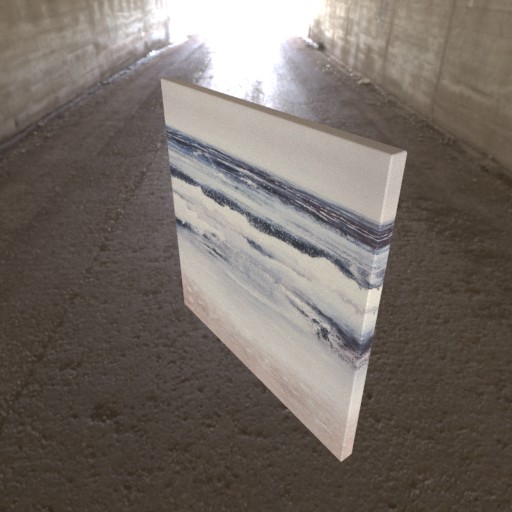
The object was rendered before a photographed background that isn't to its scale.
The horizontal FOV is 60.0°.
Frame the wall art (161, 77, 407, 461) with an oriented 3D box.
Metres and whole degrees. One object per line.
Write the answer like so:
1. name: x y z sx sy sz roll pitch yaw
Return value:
1. wall art: 0.000 0.000 1.121 0.065 0.747 0.755 -22 38 -31
